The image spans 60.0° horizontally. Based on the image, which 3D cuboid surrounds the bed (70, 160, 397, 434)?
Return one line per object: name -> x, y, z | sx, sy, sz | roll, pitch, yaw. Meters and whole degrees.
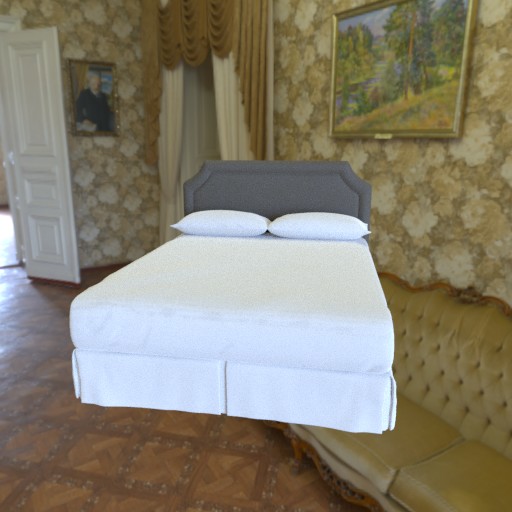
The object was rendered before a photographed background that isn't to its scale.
bed -> 0.000, 0.000, 3.881 | 2.194, 1.561, 2.536 | 2, 14, 10
